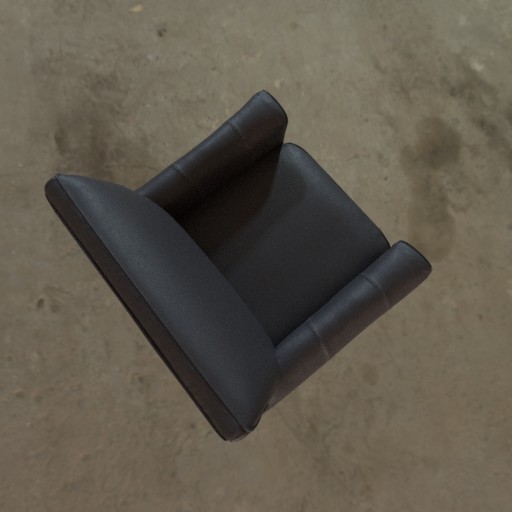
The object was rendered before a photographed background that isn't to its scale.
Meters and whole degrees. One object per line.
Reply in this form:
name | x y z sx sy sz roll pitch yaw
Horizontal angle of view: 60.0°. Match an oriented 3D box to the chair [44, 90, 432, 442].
chair | 0.000 0.000 1.578 0.825 0.943 0.870 -38 78 -10
